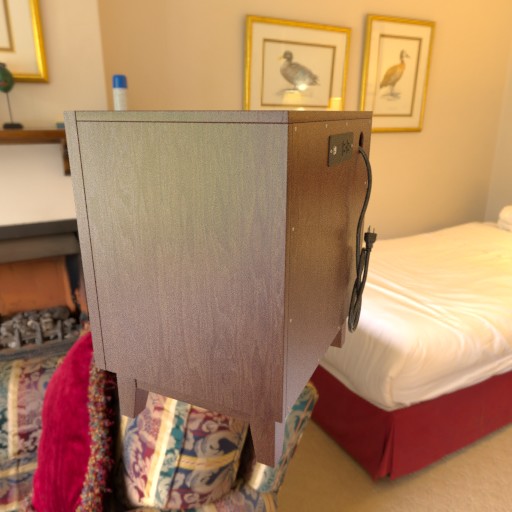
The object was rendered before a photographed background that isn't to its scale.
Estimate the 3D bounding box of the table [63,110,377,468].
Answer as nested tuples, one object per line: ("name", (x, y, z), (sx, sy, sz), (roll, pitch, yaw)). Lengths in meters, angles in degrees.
("table", (0.000, 0.000, 0.979), (0.449, 0.609, 0.557), (8, 20, 24))
